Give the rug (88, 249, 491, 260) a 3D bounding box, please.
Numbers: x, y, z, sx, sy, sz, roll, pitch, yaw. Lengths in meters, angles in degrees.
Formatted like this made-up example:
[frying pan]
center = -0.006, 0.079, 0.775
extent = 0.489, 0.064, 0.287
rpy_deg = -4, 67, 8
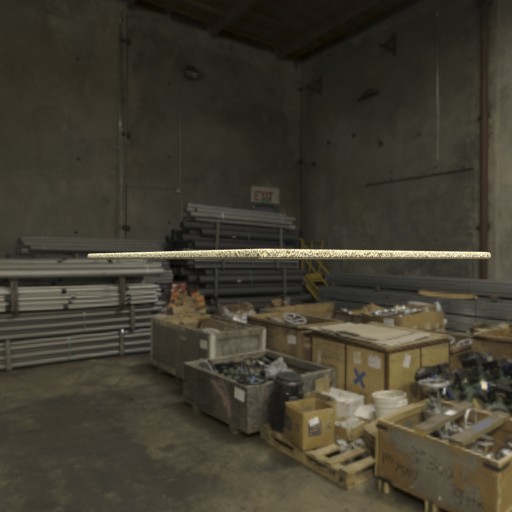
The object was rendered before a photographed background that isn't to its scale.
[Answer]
[rug]
center = 0.000, 0.000, 2.269
extent = 1.219, 0.030, 1.778
rpy_deg = 0, 0, -35
